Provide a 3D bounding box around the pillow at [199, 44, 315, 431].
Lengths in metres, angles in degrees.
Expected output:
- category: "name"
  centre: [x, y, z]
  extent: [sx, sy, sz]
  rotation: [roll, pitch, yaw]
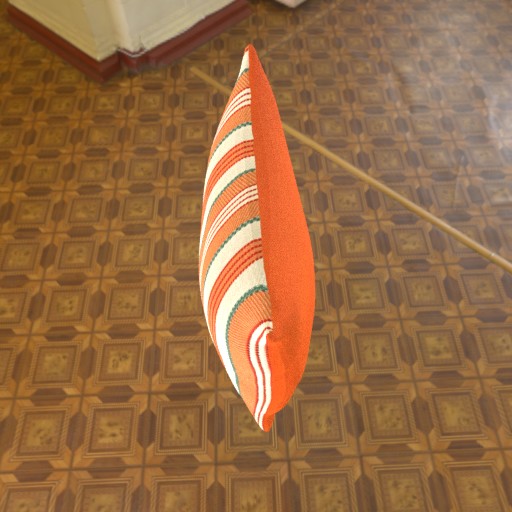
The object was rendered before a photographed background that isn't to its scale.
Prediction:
- category: "pillow"
  centre: [0.000, 0.000, 0.685]
  extent: [0.182, 0.441, 0.440]
  rotation: [-2, 58, -2]
